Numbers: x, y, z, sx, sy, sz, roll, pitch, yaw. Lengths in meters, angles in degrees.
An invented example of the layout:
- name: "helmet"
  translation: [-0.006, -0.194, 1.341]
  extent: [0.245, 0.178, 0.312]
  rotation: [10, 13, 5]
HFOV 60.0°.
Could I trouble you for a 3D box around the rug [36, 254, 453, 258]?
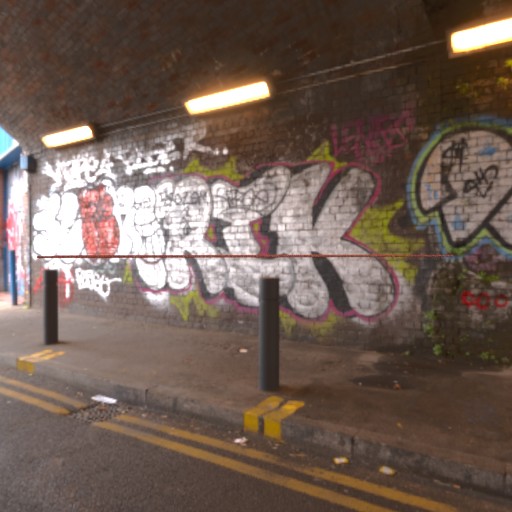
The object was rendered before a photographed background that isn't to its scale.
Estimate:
- name: "rug"
  translation: [0.000, 0.000, 2.681]
  extent: [2.307, 0.012, 0.687]
  rotation: [0, 0, -17]
